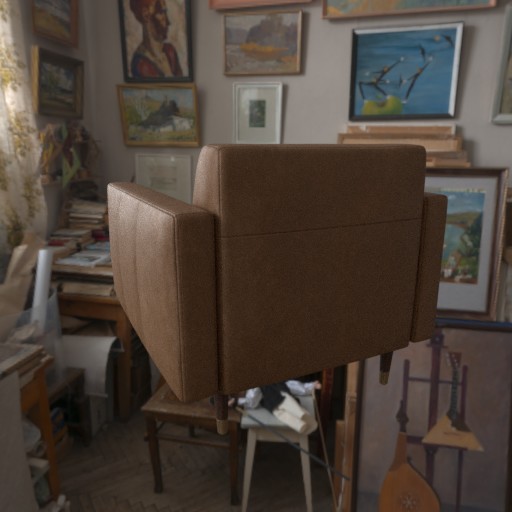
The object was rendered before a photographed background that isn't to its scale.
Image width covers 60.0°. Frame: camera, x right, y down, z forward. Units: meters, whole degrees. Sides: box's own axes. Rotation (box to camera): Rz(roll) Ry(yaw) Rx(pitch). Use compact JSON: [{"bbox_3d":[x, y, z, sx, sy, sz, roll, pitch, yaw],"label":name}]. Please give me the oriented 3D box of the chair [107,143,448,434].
[{"bbox_3d":[0.000,0.000,1.668,0.953,0.819,0.998,-7,16,-26],"label":"chair"}]
